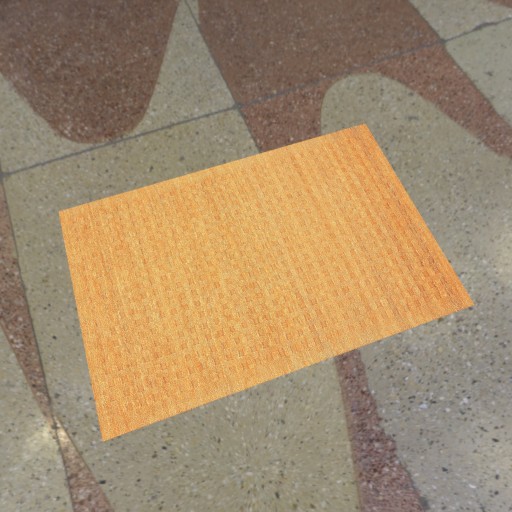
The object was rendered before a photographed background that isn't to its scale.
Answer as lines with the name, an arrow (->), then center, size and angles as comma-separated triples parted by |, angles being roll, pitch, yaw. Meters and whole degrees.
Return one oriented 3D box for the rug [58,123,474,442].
rug -> 0.000, 0.000, 2.849 | 2.285, 0.006, 1.524 | -18, 66, -8
